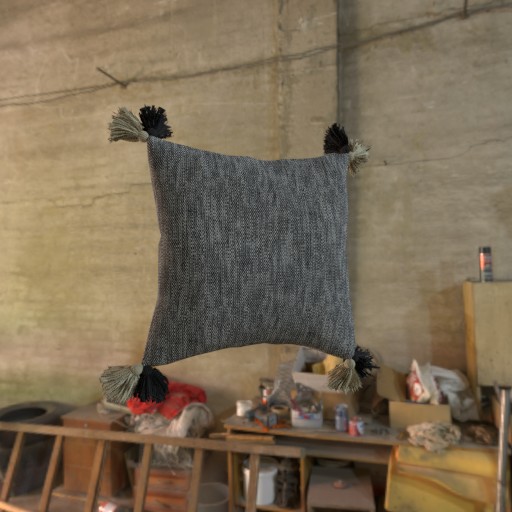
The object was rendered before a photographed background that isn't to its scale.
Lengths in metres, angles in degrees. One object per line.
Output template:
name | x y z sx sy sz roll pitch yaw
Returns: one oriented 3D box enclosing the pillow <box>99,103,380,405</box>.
pillow | 0.000 0.000 0.980 0.654 0.659 0.170 1 -2 -17
